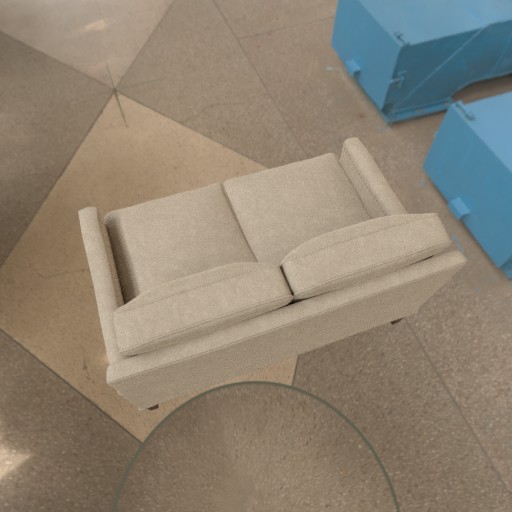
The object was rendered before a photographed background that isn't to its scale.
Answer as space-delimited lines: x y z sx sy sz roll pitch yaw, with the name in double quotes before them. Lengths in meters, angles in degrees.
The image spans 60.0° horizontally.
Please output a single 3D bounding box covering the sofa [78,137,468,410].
"sofa" 0.000 0.000 2.263 1.597 1.002 1.084 -17 60 -10
